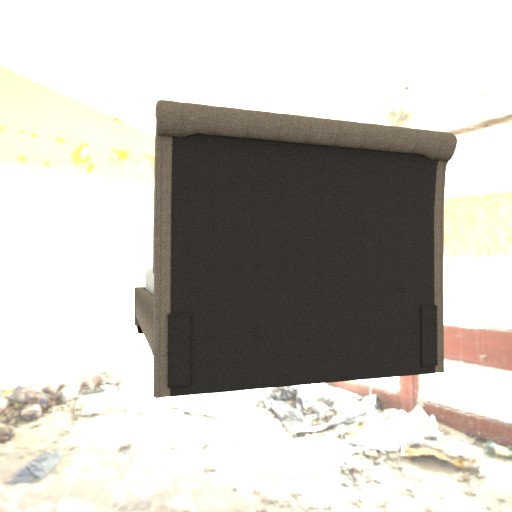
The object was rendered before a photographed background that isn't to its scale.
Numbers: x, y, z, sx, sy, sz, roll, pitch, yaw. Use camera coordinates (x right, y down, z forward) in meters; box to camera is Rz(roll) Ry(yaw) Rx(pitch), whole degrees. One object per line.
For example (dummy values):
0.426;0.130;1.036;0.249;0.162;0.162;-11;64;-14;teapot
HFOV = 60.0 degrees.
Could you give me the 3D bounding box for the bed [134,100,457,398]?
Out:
0.000;0.000;3.273;1.645;1.371;2.252;0;-1;-18;bed
